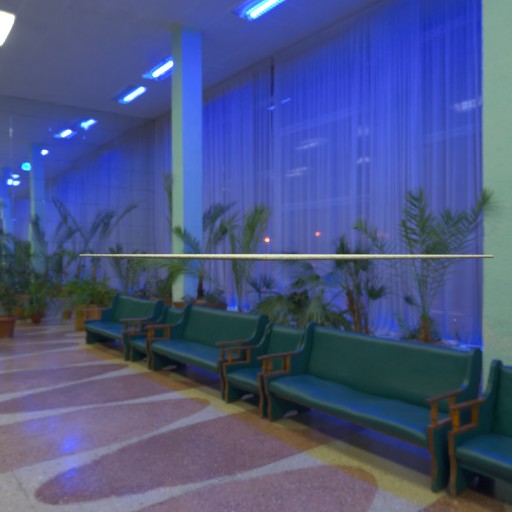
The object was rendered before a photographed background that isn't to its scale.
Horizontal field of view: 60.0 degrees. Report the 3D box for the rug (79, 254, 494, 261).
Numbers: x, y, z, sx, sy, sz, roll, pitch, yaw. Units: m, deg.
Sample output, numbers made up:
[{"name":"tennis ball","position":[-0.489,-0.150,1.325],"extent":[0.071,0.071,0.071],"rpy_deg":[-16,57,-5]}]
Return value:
[{"name":"rug","position":[0.000,0.000,2.724],"extent":[1.526,0.015,2.132],"rpy_deg":[0,0,-37]}]
